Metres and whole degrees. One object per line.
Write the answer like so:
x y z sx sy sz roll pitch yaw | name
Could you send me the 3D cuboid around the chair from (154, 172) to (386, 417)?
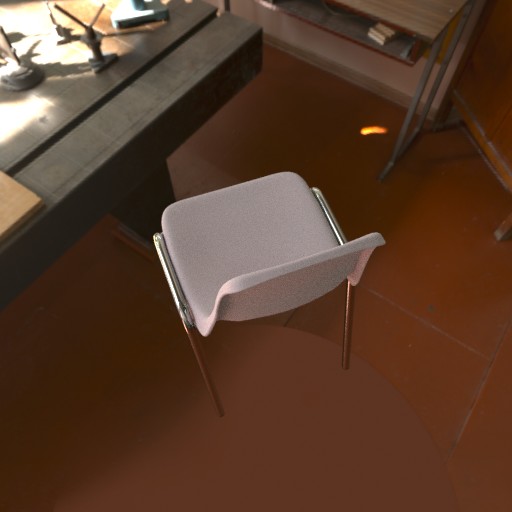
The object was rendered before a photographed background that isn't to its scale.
0.000 0.000 0.926 0.381 0.653 0.436 -18 61 -10 | chair
